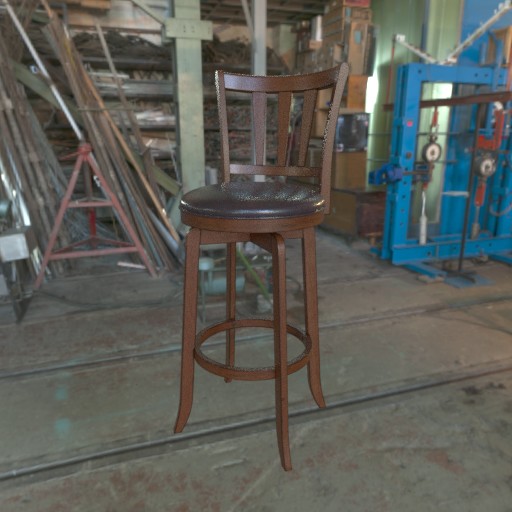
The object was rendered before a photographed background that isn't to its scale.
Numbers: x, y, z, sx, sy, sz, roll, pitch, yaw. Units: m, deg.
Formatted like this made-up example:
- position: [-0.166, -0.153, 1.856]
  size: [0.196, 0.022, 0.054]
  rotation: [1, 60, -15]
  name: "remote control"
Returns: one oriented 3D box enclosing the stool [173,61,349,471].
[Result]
- position: [0.000, 0.000, 1.435]
  size: [0.464, 1.177, 0.503]
  rotation: [7, 17, 25]
  name: "stool"
